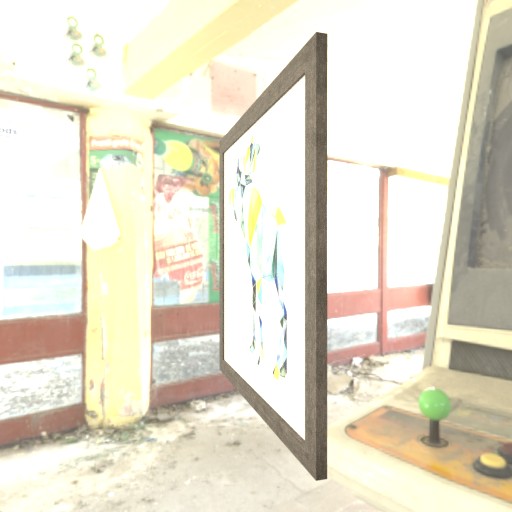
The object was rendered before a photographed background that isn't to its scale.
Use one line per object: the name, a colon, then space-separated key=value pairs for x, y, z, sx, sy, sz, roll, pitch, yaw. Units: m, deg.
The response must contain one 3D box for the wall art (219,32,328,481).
wall art: x=0.000 y=0.000 z=0.671 sx=0.013 sy=0.457 sz=0.457 roll=0 pitch=0 yaw=-17
